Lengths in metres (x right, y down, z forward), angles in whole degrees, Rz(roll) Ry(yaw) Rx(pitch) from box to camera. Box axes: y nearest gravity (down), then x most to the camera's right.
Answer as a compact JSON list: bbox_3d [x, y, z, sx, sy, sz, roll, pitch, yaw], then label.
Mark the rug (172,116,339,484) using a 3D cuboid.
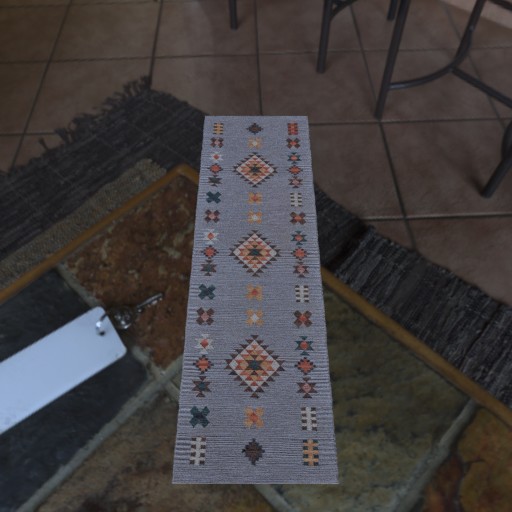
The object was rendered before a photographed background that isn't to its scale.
[{"bbox_3d":[0.000,0.000,2.656,0.766,0.008,2.432,0,59,0],"label":"rug"}]
